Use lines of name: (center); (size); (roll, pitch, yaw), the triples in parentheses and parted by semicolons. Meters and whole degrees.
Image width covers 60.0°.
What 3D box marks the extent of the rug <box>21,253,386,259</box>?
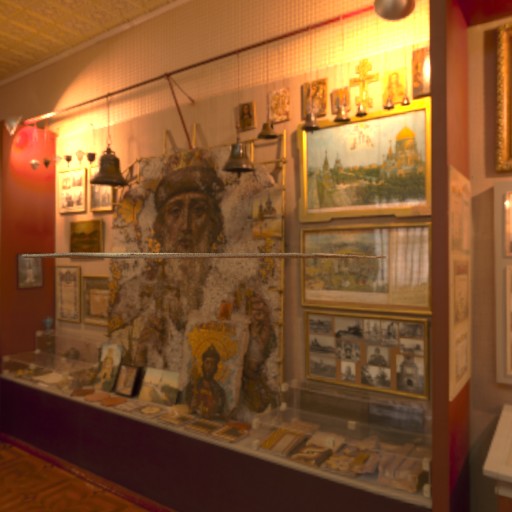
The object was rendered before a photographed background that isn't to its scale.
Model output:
rug: (0.000, 0.000, 2.555); (0.692, 0.032, 2.320); (0, 0, 37)
